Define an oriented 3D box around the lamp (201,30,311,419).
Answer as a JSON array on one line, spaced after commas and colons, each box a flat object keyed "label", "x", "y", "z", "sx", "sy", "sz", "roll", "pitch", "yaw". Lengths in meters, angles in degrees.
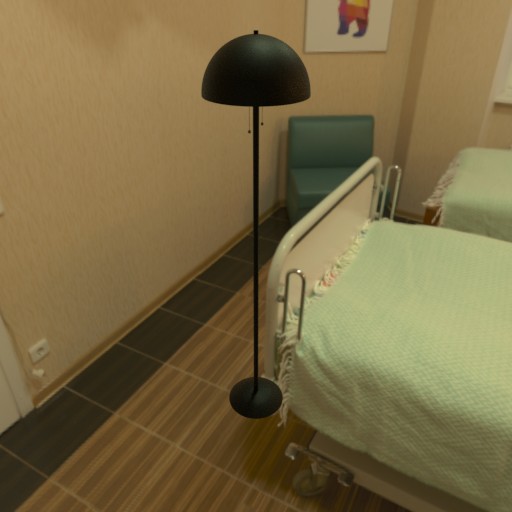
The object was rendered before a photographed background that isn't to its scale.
[{"label": "lamp", "x": 0.000, "y": 0.000, "z": 1.628, "sx": 0.328, "sy": 1.480, "sz": 0.328, "roll": 0, "pitch": 31, "yaw": 0}]
